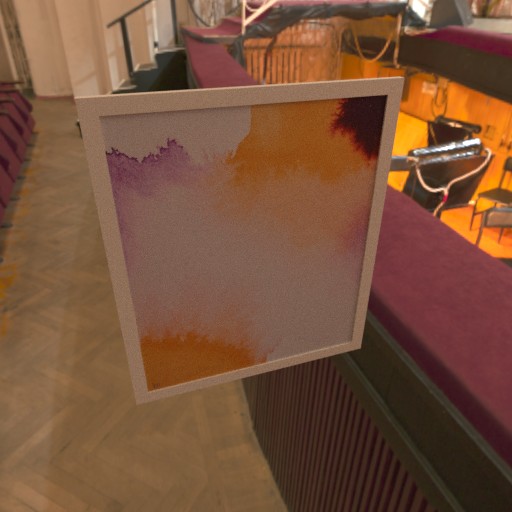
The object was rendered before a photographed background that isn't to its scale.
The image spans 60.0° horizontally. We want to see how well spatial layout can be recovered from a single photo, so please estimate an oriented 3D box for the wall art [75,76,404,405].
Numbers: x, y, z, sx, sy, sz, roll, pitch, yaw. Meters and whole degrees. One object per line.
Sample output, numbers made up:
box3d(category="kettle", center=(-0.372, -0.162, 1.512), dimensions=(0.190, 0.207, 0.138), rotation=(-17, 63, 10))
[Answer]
box3d(category="wall art", center=(0.000, 0.000, 0.767), dimensions=(0.482, 0.557, 0.012), rotation=(-10, 32, -16))
